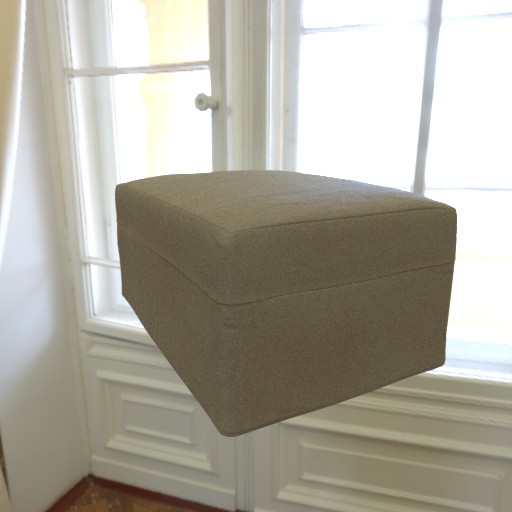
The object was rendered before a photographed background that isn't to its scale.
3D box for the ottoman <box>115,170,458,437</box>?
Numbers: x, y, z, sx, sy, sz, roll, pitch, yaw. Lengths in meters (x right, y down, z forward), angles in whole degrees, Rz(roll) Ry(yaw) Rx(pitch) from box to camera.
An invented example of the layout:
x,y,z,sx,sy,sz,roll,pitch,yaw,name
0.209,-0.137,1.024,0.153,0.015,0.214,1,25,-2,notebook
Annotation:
x,y,z,sx,sy,sz,roll,pitch,yaw,name
0.000,0.000,1.220,0.590,0.444,0.872,-8,17,-27,ottoman
